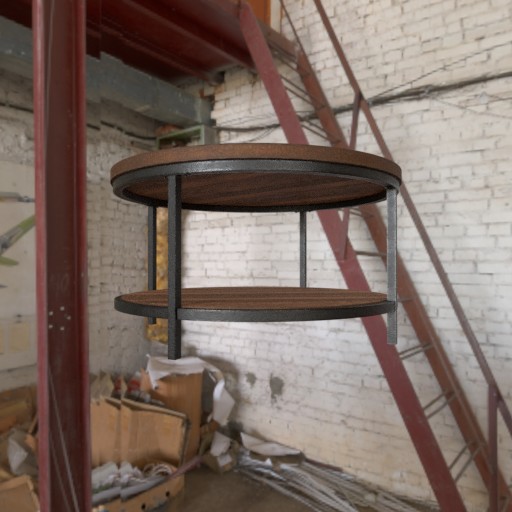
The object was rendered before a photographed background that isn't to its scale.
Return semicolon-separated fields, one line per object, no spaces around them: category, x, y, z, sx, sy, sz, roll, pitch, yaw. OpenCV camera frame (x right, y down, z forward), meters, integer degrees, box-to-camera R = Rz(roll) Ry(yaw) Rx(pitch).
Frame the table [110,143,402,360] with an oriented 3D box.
table;0.000;0.000;1.337;0.837;0.462;0.837;0;-1;0
